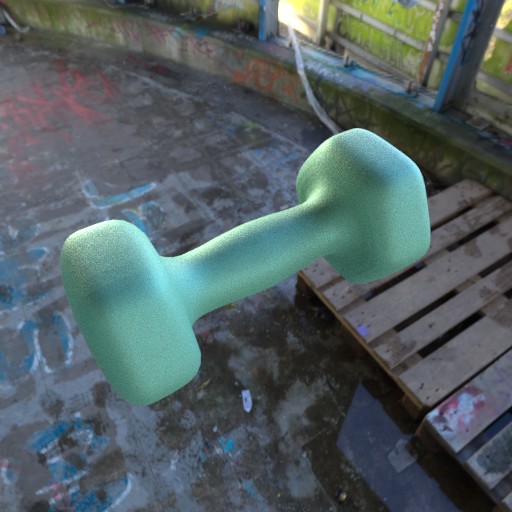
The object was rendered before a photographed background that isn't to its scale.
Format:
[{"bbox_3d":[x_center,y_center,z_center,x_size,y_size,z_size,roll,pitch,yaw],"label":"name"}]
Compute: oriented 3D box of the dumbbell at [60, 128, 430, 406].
[{"bbox_3d":[0.000,0.000,0.328,0.260,0.117,0.129,-24,52,-20],"label":"dumbbell"}]
